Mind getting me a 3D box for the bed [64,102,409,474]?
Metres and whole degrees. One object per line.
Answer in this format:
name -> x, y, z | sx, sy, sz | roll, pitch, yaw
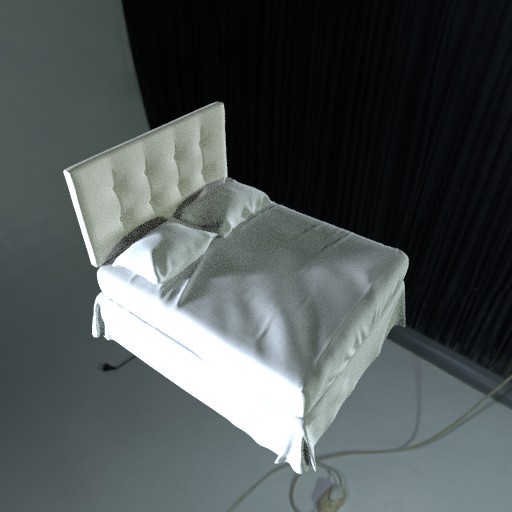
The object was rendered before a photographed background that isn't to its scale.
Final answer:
bed -> 0.000, 0.000, 3.516 | 2.222, 1.577, 1.936 | 25, 45, 27
